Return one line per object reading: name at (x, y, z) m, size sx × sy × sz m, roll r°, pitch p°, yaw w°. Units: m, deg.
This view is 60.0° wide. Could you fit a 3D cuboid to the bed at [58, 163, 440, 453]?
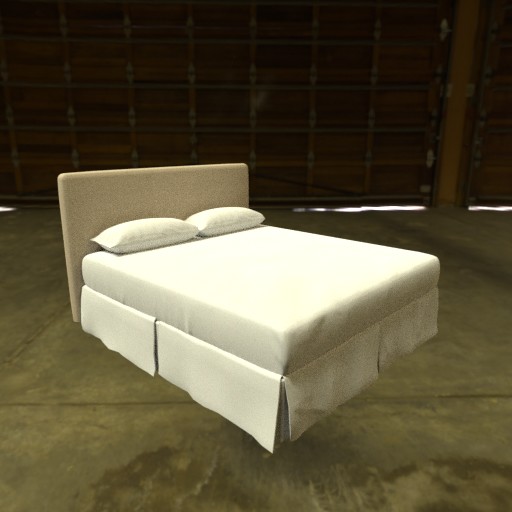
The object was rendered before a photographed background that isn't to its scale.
bed at (0.000, 0.000, 3.559) m, size 2.319 × 1.317 × 2.119 m, roll 13°, pitch 20°, yaw 41°
